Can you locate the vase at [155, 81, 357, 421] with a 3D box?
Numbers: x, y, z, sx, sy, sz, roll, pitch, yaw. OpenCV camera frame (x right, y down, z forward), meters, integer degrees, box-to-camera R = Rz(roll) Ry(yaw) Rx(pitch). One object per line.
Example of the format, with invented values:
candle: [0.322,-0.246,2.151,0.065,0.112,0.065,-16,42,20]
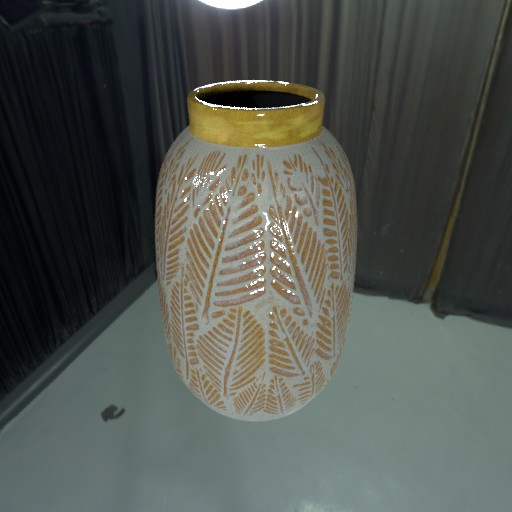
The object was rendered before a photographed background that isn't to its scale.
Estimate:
vase: [0.000,0.000,0.384,0.172,0.270,0.172,0,32,0]
